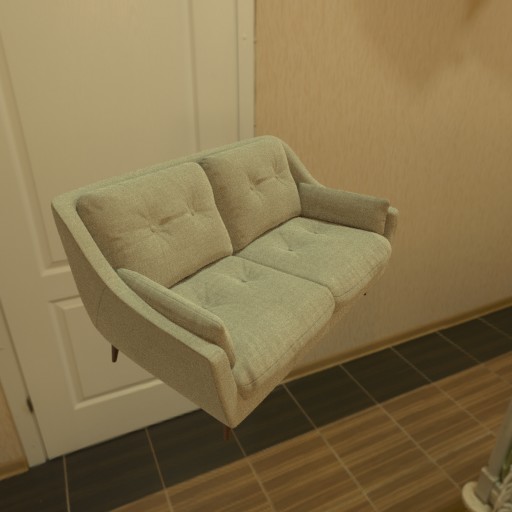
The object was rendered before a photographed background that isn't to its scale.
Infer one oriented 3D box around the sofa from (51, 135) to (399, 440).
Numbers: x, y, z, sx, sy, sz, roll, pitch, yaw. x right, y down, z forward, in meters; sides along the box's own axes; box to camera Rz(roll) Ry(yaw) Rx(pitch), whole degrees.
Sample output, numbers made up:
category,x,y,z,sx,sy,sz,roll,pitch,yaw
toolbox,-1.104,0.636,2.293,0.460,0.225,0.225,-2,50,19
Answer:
category,x,y,z,sx,sy,sz,roll,pitch,yaw
sofa,0.000,0.000,2.230,0.965,0.888,1.652,18,32,32
